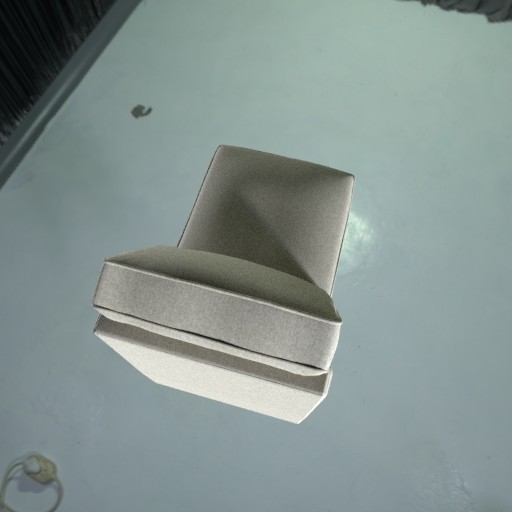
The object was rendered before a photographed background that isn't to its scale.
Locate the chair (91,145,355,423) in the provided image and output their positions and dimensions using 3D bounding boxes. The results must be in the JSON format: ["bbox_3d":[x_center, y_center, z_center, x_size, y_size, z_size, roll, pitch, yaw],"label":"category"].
[{"bbox_3d":[0.000,0.000,1.705,0.674,1.058,1.020,14,65,7],"label":"chair"}]
